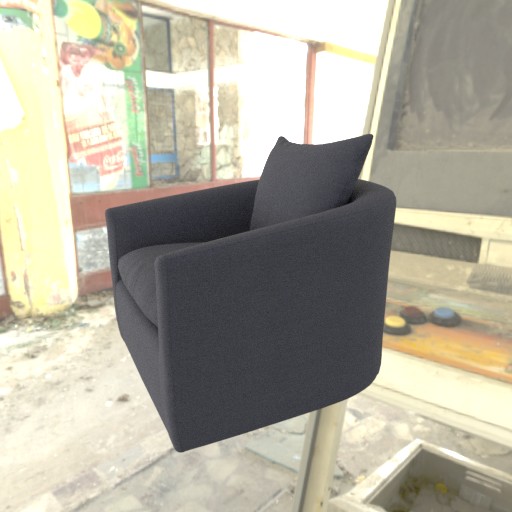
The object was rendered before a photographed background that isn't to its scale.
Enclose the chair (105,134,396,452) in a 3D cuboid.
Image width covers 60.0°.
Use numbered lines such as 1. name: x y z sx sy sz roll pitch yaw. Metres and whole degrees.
1. chair: 0.000 0.000 1.600 0.910 0.848 0.845 -7 17 -26
